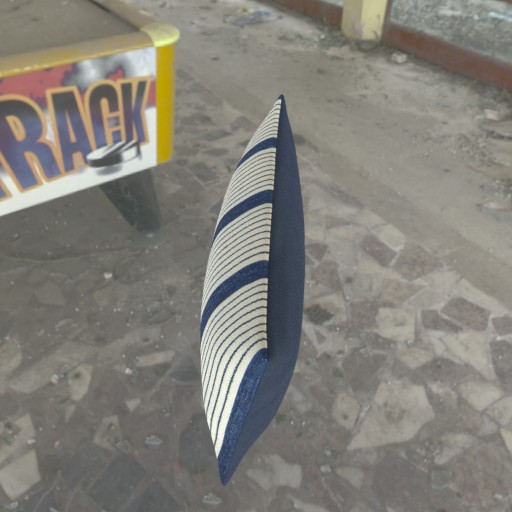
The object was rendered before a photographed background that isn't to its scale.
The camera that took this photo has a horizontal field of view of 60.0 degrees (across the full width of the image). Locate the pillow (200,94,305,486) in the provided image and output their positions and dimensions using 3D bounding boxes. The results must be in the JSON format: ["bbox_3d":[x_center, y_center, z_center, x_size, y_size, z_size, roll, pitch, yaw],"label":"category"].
[{"bbox_3d":[0.000,0.000,0.722,0.156,0.292,0.608,2,42,3],"label":"pillow"}]
